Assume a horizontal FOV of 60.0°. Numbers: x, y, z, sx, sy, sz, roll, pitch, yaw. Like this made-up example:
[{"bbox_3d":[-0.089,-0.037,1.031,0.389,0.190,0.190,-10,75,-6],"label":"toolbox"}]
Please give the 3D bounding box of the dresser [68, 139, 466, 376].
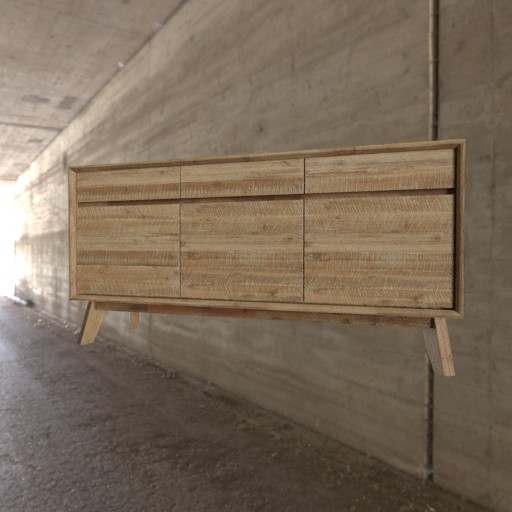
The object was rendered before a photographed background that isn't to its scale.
[{"bbox_3d":[0.000,0.000,1.929,1.602,0.788,0.455,0,1,19],"label":"dresser"}]
